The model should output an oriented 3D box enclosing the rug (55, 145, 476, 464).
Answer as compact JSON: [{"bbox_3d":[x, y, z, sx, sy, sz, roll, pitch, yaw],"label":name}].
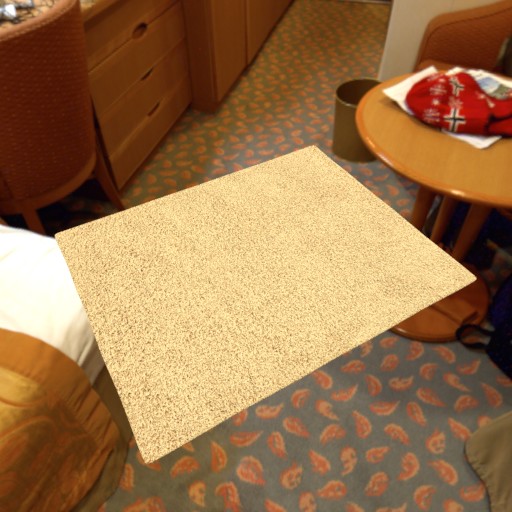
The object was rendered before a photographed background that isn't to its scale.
[{"bbox_3d":[0.000,0.000,4.049,3.047,0.029,2.438,-23,51,-20],"label":"rug"}]
